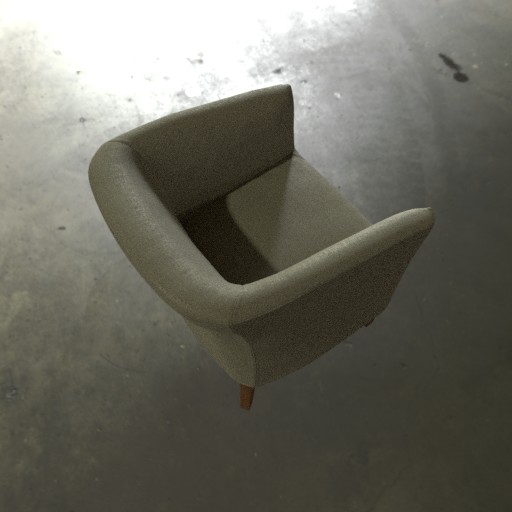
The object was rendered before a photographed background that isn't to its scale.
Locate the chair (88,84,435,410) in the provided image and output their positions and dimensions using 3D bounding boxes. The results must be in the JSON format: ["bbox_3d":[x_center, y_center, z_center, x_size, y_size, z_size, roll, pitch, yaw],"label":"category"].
[{"bbox_3d":[0.000,0.000,1.282,0.668,0.771,0.600,-31,63,-18],"label":"chair"}]
